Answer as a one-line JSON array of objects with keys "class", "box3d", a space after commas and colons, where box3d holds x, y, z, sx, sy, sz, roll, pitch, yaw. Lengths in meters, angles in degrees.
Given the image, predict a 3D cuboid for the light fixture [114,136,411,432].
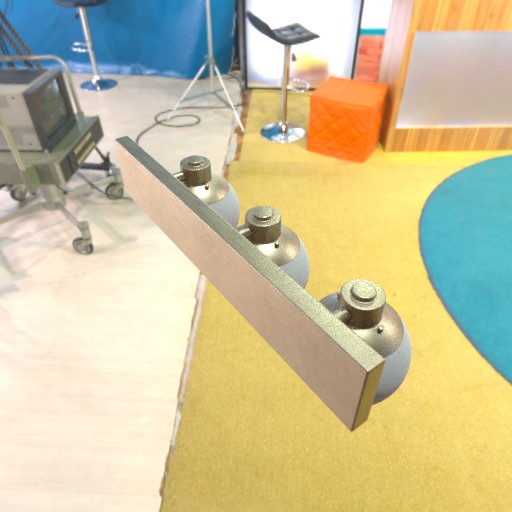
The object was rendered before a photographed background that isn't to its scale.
[{"class": "light fixture", "box3d": [0.000, 0.000, 0.847, 0.218, 0.263, 0.721, -25, 46, -27]}]
